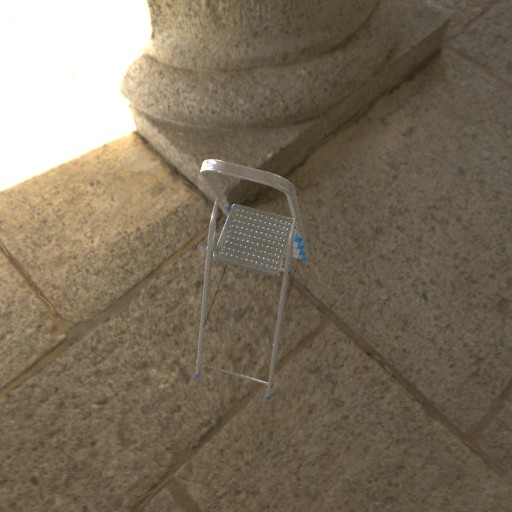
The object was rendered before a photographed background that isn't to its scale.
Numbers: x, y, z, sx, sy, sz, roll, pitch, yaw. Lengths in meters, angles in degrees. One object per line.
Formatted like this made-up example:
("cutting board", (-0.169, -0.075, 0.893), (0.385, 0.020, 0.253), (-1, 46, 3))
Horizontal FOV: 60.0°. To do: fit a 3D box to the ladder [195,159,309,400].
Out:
("ladder", (0.000, 0.000, 2.113), (0.468, 1.648, 0.990), (15, 65, 7))
